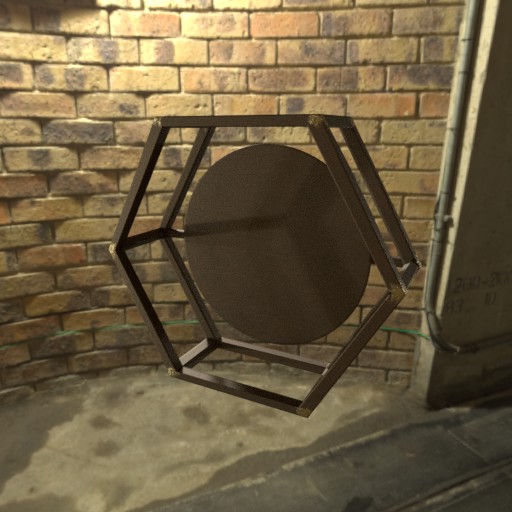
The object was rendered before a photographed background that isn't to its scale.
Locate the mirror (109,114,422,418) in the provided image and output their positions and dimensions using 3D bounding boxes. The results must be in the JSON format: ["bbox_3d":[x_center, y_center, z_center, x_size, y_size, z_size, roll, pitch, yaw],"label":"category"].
[{"bbox_3d":[0.000,0.000,0.556,0.380,0.334,0.119,8,18,26],"label":"mirror"}]
